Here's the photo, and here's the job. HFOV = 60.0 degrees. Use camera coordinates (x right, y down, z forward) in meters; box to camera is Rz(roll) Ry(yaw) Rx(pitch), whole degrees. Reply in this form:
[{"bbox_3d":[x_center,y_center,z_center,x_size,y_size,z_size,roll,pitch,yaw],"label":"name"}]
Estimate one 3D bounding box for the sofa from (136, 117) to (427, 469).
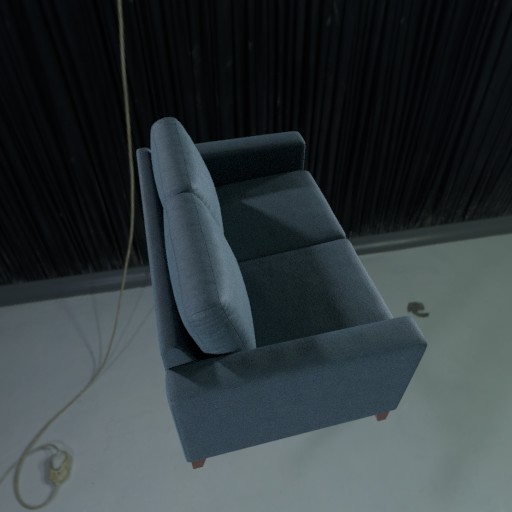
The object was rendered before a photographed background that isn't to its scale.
[{"bbox_3d":[0.000,0.000,2.107,0.955,0.903,1.489,-10,47,-10],"label":"sofa"}]
